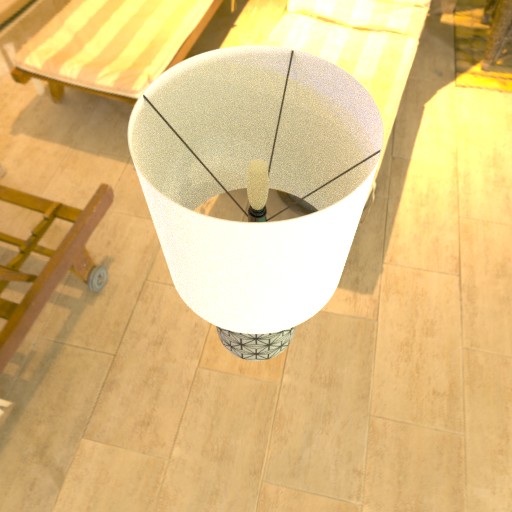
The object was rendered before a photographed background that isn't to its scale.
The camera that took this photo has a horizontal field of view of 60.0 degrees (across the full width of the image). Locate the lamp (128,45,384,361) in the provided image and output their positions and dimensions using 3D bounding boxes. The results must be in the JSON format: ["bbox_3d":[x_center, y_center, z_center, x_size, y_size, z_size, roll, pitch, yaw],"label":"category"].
[{"bbox_3d":[0.000,0.000,0.536,0.206,0.416,0.206,16,59,10],"label":"lamp"}]
